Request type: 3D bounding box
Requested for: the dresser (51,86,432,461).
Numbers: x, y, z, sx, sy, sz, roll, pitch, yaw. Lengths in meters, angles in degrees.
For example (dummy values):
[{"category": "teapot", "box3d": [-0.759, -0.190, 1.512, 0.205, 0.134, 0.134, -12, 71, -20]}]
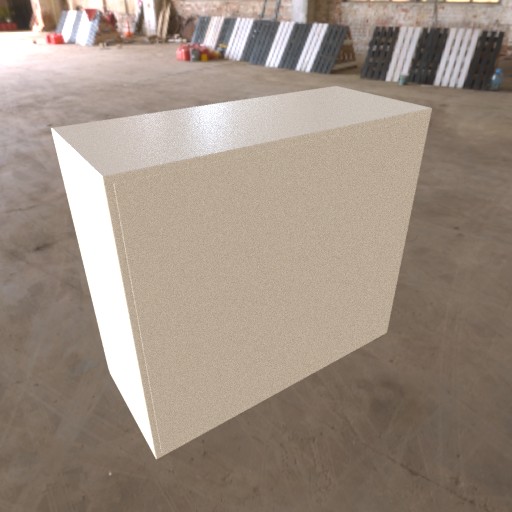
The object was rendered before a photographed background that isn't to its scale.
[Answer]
[{"category": "dresser", "box3d": [0.000, 0.000, 1.623, 1.100, 1.000, 0.460, -20, 36, -29]}]
